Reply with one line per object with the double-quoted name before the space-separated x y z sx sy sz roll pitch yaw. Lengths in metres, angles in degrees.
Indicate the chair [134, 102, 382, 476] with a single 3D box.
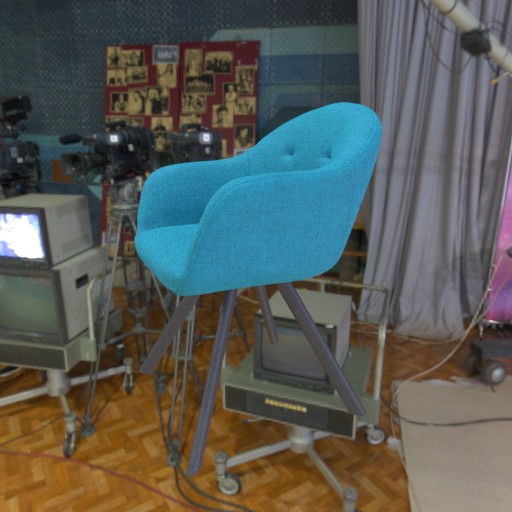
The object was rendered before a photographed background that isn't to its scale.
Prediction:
"chair" 0.000 0.000 1.160 0.565 0.775 0.545 -8 18 -25
